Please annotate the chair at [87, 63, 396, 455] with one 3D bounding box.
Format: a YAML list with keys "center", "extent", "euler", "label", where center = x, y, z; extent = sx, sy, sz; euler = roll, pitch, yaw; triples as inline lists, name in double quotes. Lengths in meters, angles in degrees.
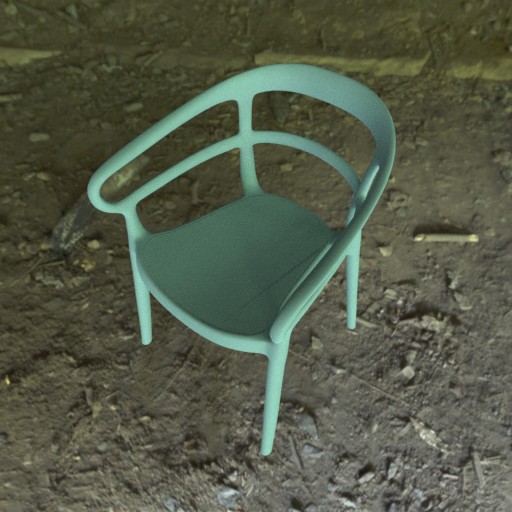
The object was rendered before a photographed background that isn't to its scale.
- center: [0.000, 0.000, 1.113]
  extent: [0.559, 0.761, 0.527]
  euler: [33, 55, 27]
  label: "chair"
